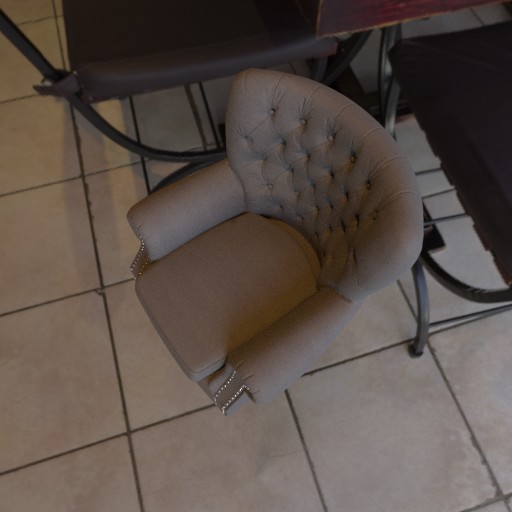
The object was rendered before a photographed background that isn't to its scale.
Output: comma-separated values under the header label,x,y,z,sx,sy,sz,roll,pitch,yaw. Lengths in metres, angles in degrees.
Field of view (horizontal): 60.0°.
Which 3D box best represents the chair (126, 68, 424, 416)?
label,x,y,z,sx,sy,sz,roll,pitch,yaw
chair,0.000,0.000,1.808,0.983,1.046,0.983,-33,68,-15
